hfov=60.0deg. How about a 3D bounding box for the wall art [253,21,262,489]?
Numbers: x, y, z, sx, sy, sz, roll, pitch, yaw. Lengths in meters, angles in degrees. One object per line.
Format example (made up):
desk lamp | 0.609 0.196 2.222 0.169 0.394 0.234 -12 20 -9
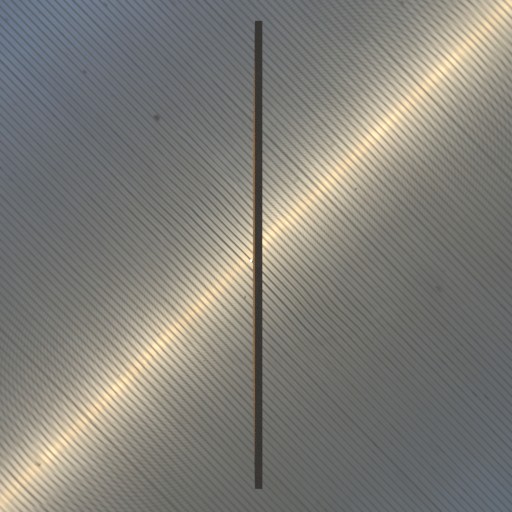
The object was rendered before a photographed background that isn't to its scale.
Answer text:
wall art | 0.000 0.000 1.191 0.013 0.823 0.823 0 89 -1
